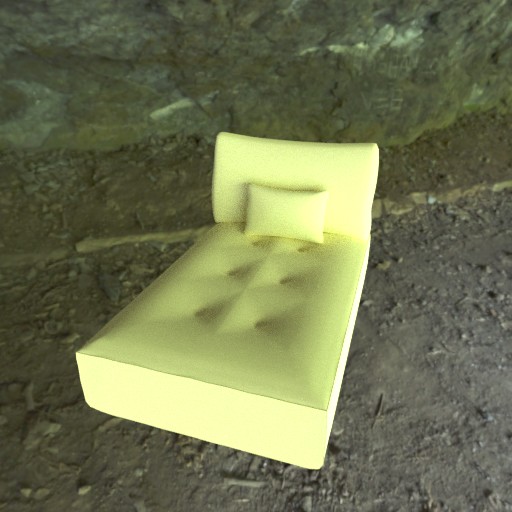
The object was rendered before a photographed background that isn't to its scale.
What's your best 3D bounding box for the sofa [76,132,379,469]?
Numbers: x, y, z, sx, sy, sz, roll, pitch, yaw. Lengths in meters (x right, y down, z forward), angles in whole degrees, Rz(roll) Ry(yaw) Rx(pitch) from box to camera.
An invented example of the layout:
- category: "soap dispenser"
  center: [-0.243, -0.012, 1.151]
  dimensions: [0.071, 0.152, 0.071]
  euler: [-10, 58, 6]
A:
- category: "sofa"
  center: [0.000, 0.000, 2.017]
  dimensions: [0.930, 0.820, 1.450]
  euler: [8, 27, 16]
